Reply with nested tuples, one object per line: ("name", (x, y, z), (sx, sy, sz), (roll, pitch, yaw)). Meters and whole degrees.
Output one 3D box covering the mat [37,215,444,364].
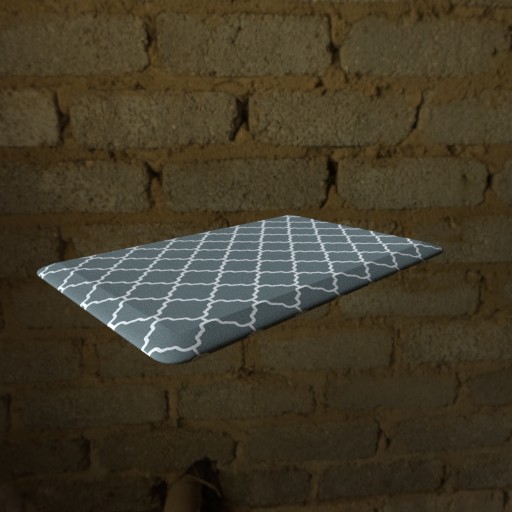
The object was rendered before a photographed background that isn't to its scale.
("mat", (0.000, 0.000, 0.960), (0.762, 0.021, 0.508), (-15, 23, -41))
